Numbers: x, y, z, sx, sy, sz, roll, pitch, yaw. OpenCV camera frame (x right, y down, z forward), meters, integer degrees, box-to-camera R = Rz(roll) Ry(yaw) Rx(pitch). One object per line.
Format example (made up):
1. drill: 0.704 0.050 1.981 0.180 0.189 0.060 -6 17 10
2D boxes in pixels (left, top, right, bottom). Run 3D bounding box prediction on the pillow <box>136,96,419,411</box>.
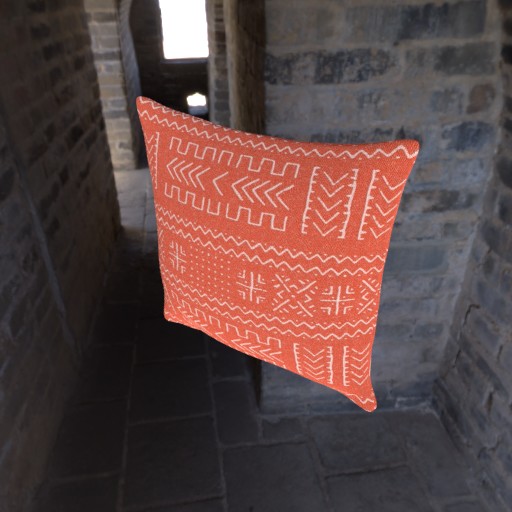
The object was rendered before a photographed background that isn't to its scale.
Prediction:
1. pillow: 0.000 0.000 0.683 0.438 0.429 0.164 18 35 29
